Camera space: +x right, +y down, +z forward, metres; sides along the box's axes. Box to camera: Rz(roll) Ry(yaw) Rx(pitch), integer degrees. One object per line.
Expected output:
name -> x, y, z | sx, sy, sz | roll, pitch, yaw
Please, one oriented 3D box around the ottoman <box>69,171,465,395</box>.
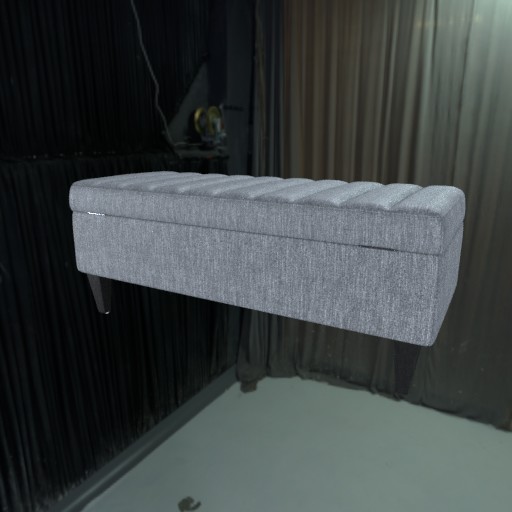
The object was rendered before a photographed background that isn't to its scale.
ottoman -> 0.000, 0.000, 1.413 | 1.151, 0.469, 0.482 | 9, 18, 28
